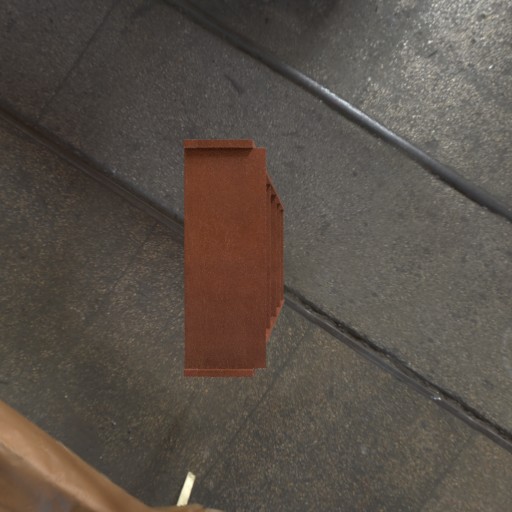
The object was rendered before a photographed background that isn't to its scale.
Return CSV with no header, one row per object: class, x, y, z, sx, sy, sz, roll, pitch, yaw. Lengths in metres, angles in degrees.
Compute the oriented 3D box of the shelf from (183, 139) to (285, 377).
shelf,0.000,0.000,2.166,0.382,1.892,0.660,0,90,1
